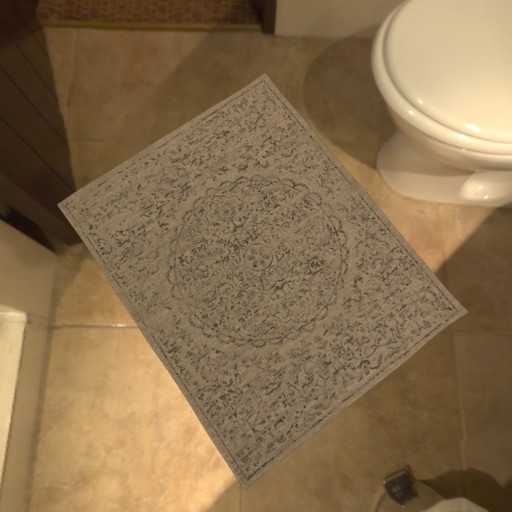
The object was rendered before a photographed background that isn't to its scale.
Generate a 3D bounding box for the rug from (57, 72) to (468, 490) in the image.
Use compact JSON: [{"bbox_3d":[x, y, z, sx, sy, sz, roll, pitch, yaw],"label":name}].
[{"bbox_3d":[0.000,0.000,3.891,2.343,0.026,2.925,-35,78,-9],"label":"rug"}]
